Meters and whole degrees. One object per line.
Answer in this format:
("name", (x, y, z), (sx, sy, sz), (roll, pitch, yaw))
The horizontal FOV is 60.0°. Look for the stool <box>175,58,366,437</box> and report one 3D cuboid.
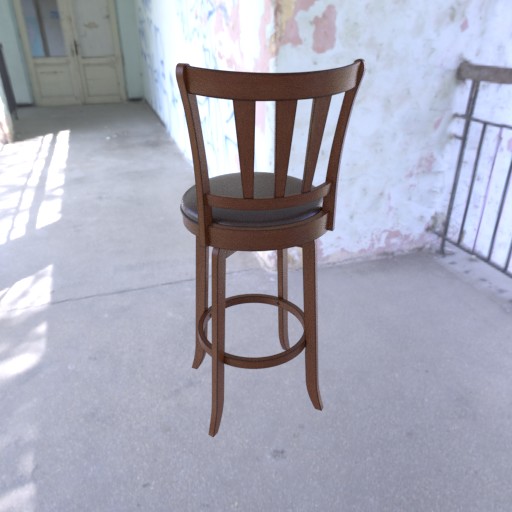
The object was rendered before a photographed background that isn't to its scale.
("stool", (0.000, 0.000, 1.429), (0.464, 1.177, 0.503), (-8, 29, -15))
